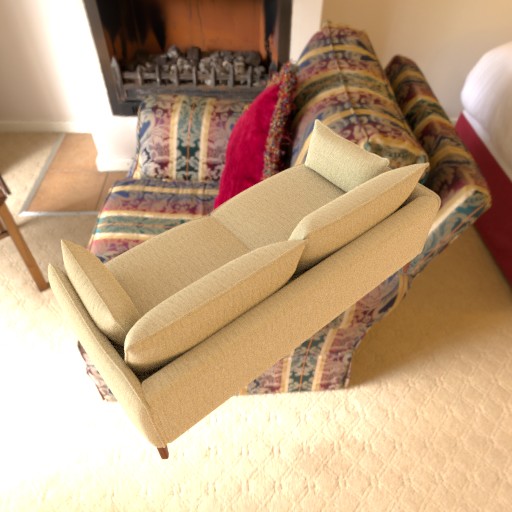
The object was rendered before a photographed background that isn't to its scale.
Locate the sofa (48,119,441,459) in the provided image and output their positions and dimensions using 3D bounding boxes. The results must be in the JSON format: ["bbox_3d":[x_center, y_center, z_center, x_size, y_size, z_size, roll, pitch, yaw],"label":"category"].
[{"bbox_3d":[0.000,0.000,2.475,1.989,0.860,0.991,-31,54,-26],"label":"sofa"}]
